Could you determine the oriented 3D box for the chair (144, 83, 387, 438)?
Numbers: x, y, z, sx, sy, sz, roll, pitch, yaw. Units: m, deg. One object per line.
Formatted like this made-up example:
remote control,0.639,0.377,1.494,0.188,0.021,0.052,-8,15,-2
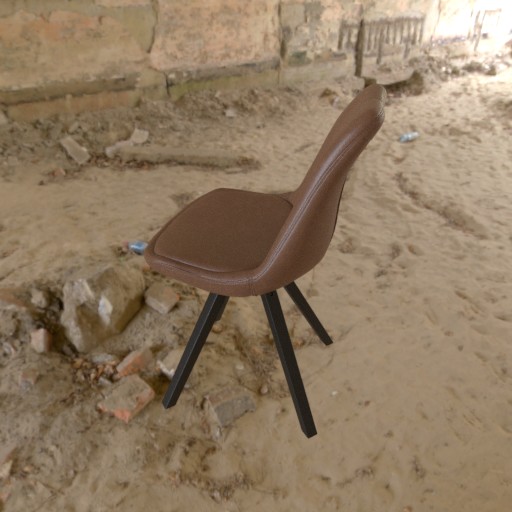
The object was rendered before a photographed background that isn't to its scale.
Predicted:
chair,0.000,0.000,1.178,0.550,0.850,0.475,8,33,13
